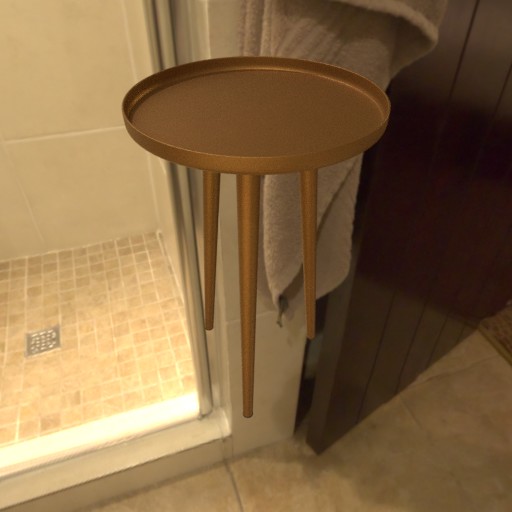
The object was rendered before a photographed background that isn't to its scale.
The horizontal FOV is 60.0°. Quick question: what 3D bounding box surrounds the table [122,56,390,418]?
[{"bbox_3d":[0.000,0.000,0.660,0.299,0.480,0.299,23,45,25],"label":"table"}]
